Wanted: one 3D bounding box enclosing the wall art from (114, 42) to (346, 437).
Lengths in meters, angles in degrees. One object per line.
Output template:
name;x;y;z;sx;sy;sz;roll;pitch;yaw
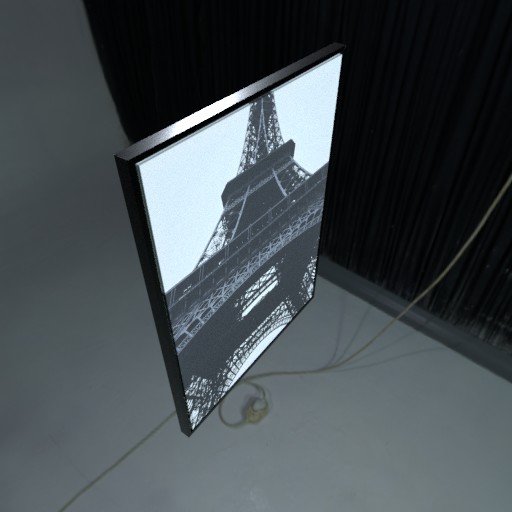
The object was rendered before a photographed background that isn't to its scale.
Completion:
wall art;0.000;0.000;1.391;0.040;1.062;0.805;27;49;27
